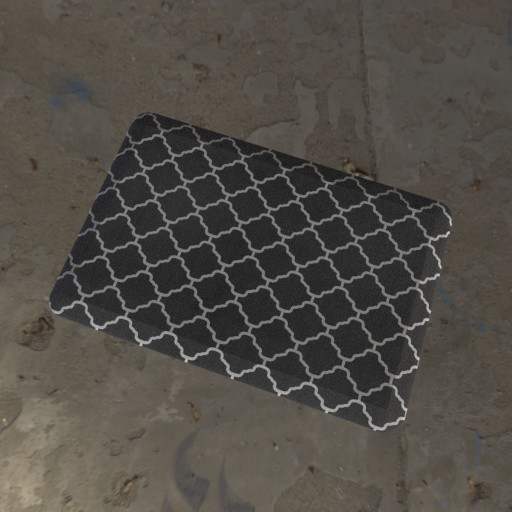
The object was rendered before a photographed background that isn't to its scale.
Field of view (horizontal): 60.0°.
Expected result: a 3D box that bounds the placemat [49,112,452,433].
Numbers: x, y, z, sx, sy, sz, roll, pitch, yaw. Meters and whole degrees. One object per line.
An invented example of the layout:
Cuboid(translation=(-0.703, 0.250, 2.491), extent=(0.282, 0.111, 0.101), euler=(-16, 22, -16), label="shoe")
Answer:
Cuboid(translation=(0.000, 0.000, 0.945), extent=(0.762, 0.021, 0.508), euler=(18, 75, 5), label="placemat")
